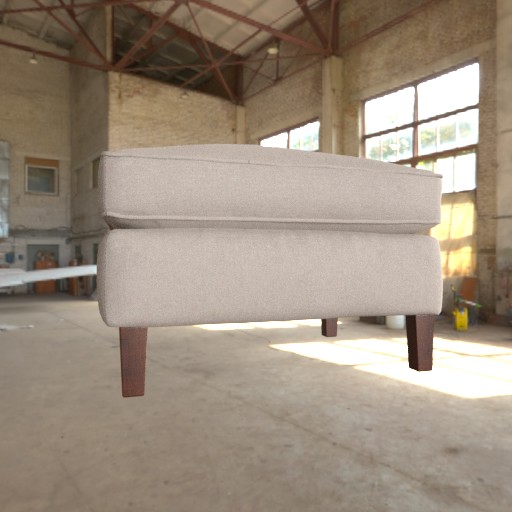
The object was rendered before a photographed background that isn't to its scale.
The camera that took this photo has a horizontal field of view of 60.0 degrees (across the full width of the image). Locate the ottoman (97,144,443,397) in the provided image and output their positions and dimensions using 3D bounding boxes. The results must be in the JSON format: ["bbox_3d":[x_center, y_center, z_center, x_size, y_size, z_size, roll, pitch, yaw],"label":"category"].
[{"bbox_3d":[0.000,0.000,1.001,0.665,0.456,0.501,0,0,-17],"label":"ottoman"}]
